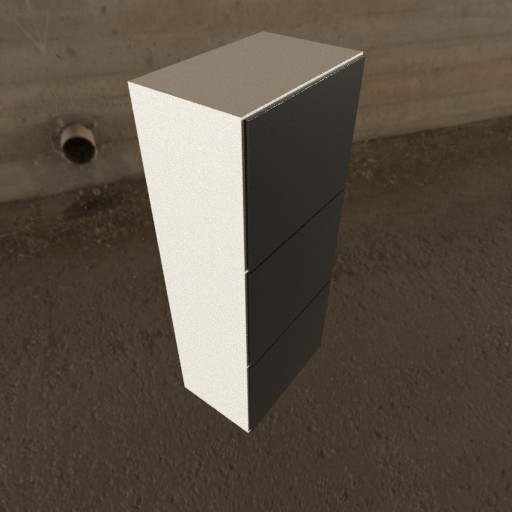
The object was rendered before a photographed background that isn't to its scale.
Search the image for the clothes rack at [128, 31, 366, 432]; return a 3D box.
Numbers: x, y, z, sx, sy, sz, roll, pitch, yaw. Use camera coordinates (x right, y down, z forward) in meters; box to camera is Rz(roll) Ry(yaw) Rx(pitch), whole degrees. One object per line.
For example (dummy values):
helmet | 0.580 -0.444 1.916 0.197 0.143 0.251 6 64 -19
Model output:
clothes rack | 0.000 0.000 1.434 0.330 1.187 0.500 26 47 27
